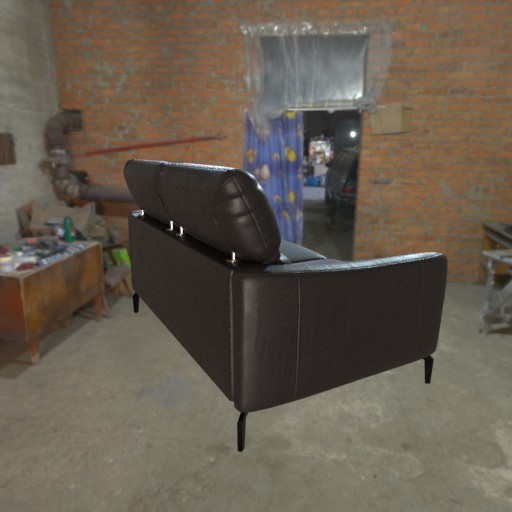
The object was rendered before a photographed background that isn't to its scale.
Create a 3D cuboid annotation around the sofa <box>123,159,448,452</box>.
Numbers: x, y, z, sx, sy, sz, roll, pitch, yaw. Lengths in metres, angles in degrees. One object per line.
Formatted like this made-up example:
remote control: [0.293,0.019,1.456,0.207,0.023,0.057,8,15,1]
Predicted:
sofa: [0.000,0.000,2.191,0.958,0.920,1.596,-7,15,-27]
